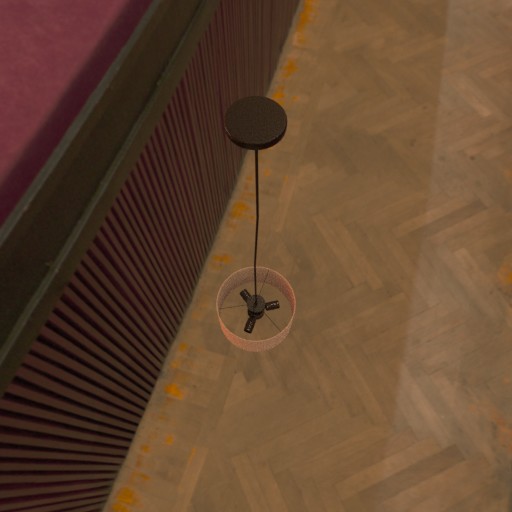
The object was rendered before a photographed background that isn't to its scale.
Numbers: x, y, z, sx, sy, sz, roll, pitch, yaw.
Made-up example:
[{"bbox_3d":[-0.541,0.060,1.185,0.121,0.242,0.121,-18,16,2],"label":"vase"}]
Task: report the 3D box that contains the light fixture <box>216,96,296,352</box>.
[{"bbox_3d":[0.000,0.000,1.740,0.399,1.516,0.399,0,65,0],"label":"light fixture"}]
